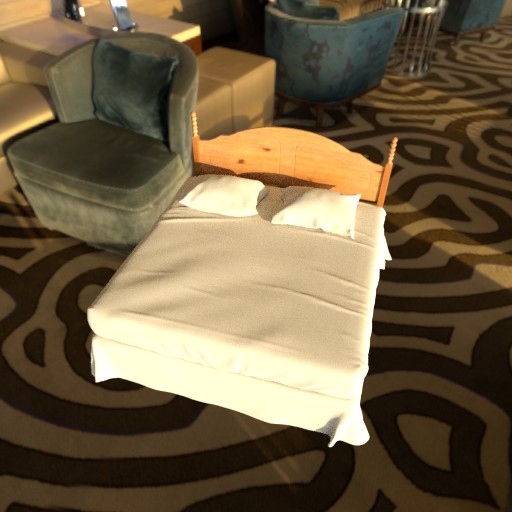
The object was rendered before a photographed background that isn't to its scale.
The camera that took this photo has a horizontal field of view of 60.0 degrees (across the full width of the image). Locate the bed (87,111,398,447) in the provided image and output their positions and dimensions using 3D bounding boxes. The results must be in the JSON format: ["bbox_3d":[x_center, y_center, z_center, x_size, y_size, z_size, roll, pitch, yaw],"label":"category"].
[{"bbox_3d":[0.000,0.000,3.672,2.322,1.355,2.219,11,43,12],"label":"bed"}]
